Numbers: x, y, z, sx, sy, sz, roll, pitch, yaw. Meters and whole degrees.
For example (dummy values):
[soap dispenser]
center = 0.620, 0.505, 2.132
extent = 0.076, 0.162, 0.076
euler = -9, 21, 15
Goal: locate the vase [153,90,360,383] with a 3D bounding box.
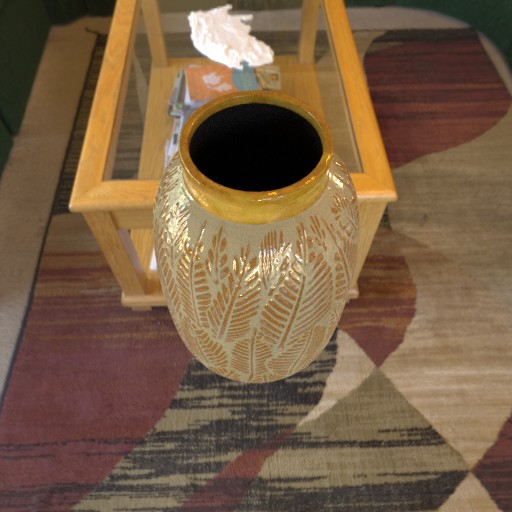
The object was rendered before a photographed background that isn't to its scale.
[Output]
[vase]
center = 0.000, 0.000, 0.388
extent = 0.172, 0.270, 0.172
euler = 0, 58, 0
